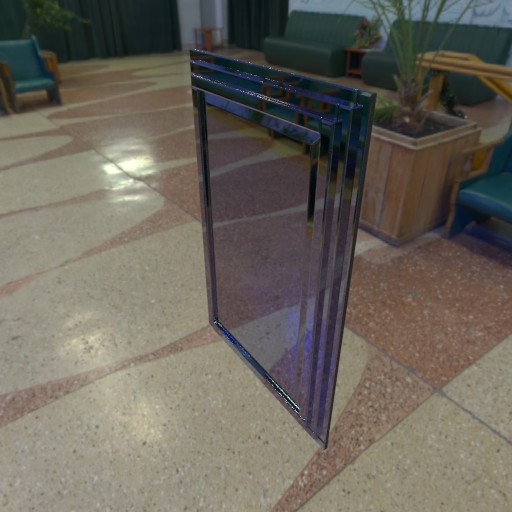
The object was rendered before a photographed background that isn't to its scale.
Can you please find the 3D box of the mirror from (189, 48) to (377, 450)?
[{"bbox_3d":[0.000,0.000,1.145,0.039,0.914,0.613,-20,38,-29],"label":"mirror"}]
